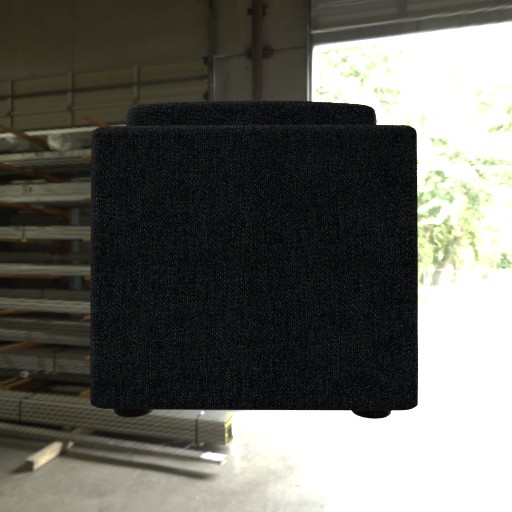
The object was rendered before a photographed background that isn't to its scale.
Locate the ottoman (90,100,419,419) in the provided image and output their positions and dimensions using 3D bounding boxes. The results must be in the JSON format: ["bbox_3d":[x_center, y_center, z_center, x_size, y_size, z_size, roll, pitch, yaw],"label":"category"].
[{"bbox_3d":[0.000,0.000,0.817,0.450,0.460,0.450,0,-1,1],"label":"ottoman"}]
